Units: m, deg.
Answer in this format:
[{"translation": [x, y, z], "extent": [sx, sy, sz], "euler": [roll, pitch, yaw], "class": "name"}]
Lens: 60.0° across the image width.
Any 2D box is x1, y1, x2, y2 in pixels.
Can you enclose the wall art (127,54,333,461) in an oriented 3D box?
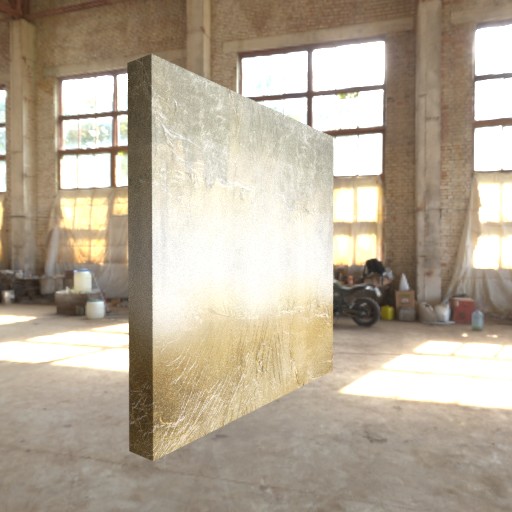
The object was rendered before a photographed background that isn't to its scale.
[{"translation": [0.000, 0.000, 0.617], "extent": [0.038, 0.407, 0.405], "euler": [1, 1, 36], "class": "wall art"}]
